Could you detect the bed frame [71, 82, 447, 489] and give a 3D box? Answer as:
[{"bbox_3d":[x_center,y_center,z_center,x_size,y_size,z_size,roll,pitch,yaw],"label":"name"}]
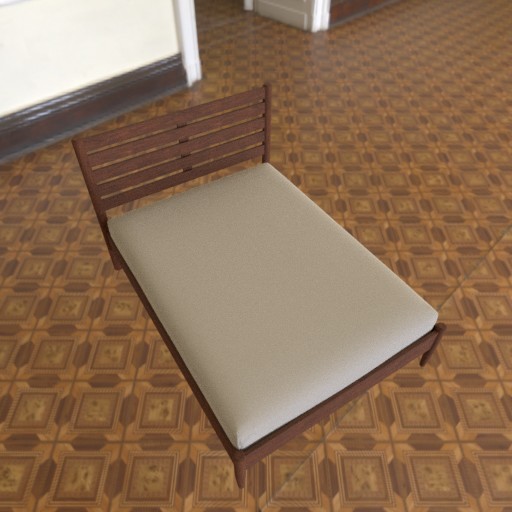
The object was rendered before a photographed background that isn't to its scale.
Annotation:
[{"bbox_3d":[0.000,0.000,3.198,1.655,1.321,2.234,-24,51,-22],"label":"bed frame"}]
